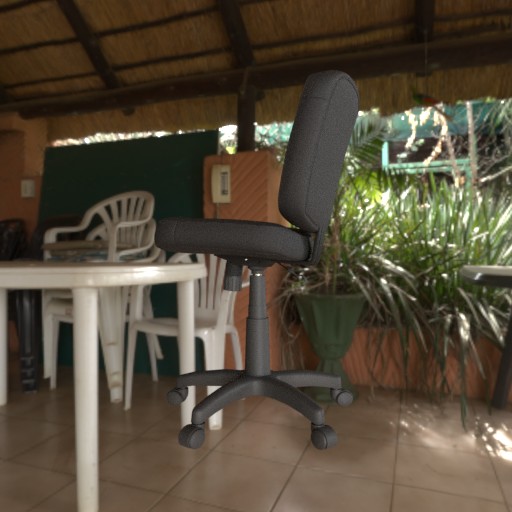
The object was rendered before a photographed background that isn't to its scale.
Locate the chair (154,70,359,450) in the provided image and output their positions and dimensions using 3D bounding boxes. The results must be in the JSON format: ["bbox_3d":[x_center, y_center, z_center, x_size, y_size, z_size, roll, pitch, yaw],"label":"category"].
[{"bbox_3d":[0.000,0.000,1.359,0.610,0.972,0.610,0,1,19],"label":"chair"}]
